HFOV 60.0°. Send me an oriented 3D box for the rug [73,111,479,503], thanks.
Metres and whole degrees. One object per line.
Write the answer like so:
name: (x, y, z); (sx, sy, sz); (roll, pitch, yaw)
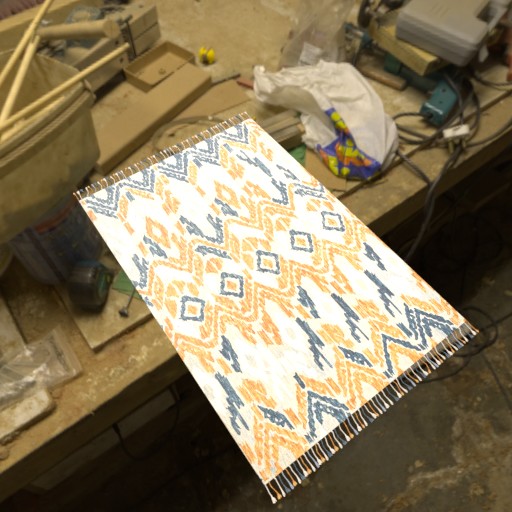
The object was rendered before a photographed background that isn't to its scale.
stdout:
rug: (0.000, 0.000, 2.915); (1.533, 0.010, 2.428); (-31, 62, -18)
